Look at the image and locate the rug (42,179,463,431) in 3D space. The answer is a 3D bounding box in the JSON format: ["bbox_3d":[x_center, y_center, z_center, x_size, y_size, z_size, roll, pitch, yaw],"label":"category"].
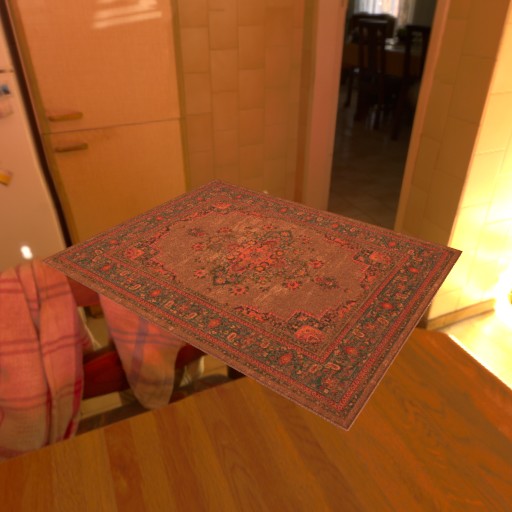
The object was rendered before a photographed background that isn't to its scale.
[{"bbox_3d":[0.000,0.000,4.099,3.057,0.013,2.434,21,37,30],"label":"rug"}]
